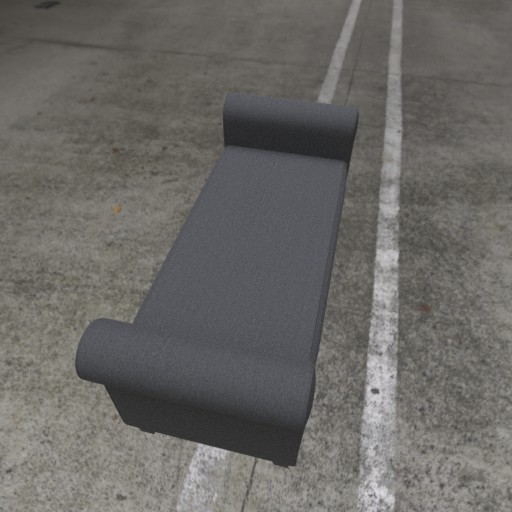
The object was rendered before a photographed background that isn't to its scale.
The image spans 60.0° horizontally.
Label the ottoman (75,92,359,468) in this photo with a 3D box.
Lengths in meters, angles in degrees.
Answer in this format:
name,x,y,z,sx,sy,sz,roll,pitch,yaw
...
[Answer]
name,x,y,z,sx,sy,sz,roll,pitch,yaw
ottoman,0.000,0.000,1.495,0.521,0.547,1.256,10,47,9
